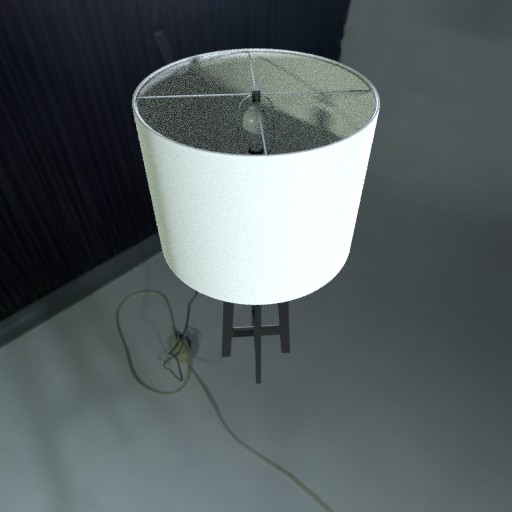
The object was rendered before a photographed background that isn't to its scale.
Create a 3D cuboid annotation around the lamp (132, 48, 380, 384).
[{"bbox_3d":[0.000,0.000,0.636,0.257,0.489,0.257,31,52,28],"label":"lamp"}]
